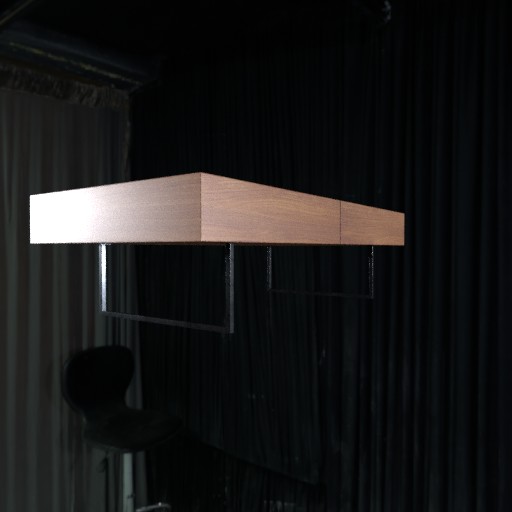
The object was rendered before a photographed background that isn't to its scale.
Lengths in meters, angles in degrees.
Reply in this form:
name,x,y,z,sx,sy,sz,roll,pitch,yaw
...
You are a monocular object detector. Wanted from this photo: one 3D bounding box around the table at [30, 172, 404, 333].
name,x,y,z,sx,sy,sz,roll,pitch,yaw
table,0.000,0.000,1.479,0.610,0.330,1.194,1,1,36
